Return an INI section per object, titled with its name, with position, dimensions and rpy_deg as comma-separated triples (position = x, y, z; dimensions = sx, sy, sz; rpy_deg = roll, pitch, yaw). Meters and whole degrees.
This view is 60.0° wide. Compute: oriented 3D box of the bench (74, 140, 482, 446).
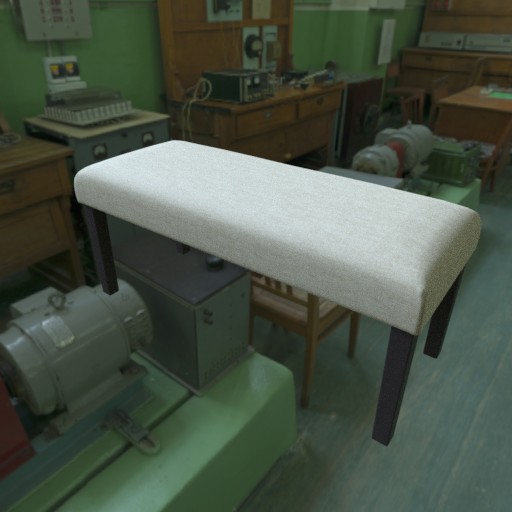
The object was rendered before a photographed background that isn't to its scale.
[bench]
position = 0.000, 0.000, 1.230
dimensions = 1.013, 0.456, 0.407
rpy_deg = 20, 36, 31
